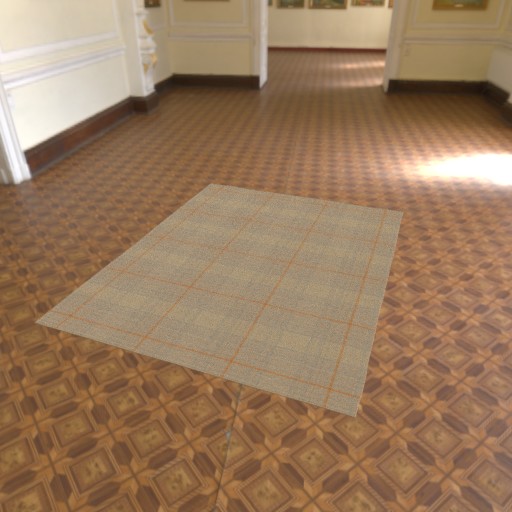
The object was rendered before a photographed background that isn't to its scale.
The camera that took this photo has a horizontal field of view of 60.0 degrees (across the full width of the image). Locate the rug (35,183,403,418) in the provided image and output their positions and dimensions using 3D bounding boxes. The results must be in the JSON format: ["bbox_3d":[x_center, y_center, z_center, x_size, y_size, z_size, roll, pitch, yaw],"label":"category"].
[{"bbox_3d":[0.000,0.000,4.219,2.448,0.021,3.051,11,33,18],"label":"rug"}]
